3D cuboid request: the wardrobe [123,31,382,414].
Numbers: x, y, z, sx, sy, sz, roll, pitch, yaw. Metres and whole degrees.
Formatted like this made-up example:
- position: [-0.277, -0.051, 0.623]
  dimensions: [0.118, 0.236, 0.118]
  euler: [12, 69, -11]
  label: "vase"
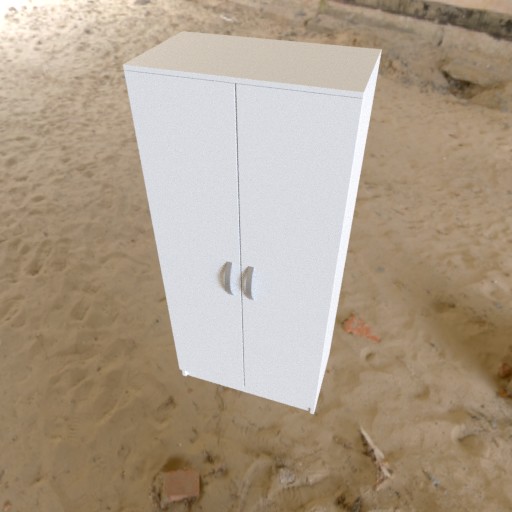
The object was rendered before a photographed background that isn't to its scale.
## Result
- position: [0.000, 0.000, 2.004]
  dimensions: [0.760, 1.700, 0.470]
  euler: [12, 42, 14]
  label: "wardrobe"
